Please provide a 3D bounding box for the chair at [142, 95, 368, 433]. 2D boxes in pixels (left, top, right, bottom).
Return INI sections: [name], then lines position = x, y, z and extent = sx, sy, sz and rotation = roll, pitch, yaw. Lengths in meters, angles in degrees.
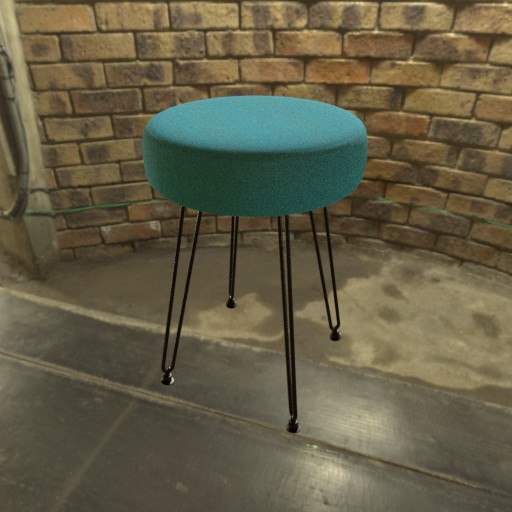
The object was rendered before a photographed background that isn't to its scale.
[chair]
position = 0.000, 0.000, 0.699
extent = 0.350, 0.440, 0.350
rotation = -11, 33, -17
